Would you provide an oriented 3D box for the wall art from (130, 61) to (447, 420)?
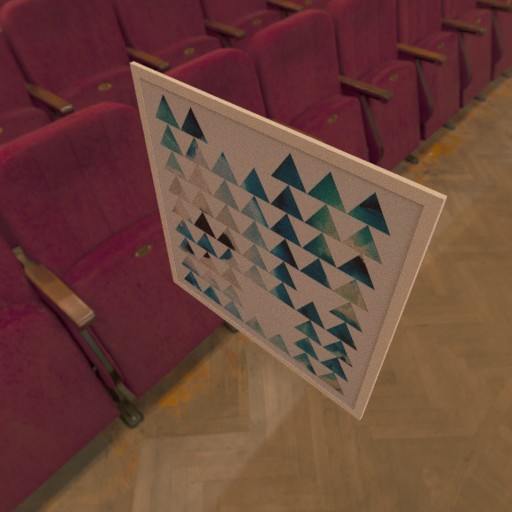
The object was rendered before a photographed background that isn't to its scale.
[{"bbox_3d":[0.000,0.000,1.186,0.809,0.809,0.012,32,54,28],"label":"wall art"}]
